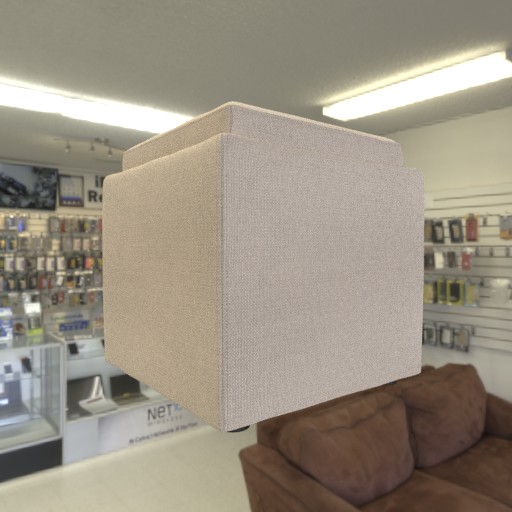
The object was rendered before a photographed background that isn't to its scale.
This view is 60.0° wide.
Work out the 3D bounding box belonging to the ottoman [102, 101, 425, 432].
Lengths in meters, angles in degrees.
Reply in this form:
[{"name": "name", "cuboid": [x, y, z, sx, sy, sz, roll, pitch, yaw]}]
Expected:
[{"name": "ottoman", "cuboid": [0.000, 0.000, 0.842, 0.450, 0.460, 0.451, -1, 1, -37]}]
